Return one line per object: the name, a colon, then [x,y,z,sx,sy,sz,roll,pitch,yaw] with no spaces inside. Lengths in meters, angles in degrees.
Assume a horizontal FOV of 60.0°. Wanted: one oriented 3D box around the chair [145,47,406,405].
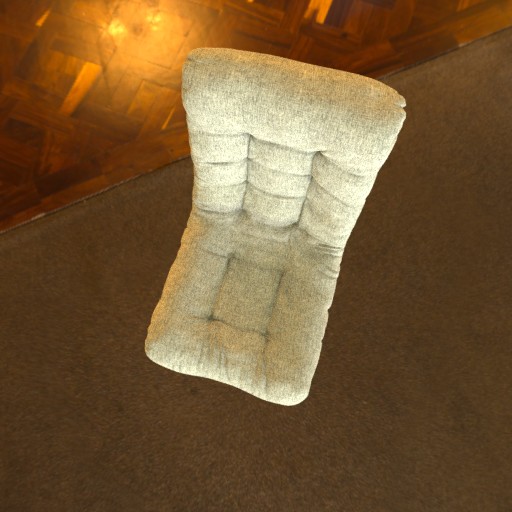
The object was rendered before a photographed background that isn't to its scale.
chair: [0.000,0.000,0.965,0.400,0.600,0.583,16,76,4]
